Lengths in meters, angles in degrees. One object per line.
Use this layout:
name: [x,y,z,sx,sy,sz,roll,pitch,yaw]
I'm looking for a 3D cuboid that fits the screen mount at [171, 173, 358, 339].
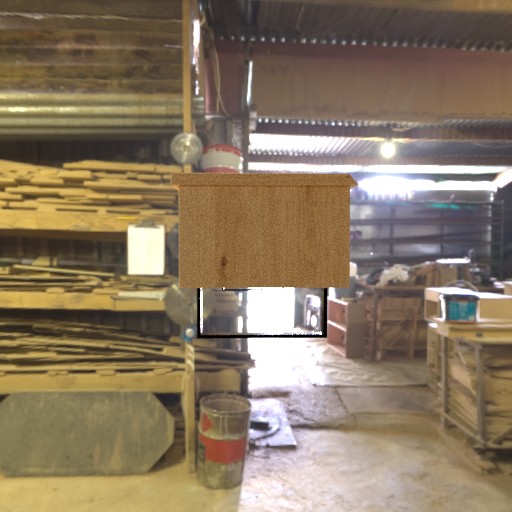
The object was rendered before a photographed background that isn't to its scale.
screen mount: [0.000,0.000,1.913,0.450,0.430,1.700,0,1,-1]
